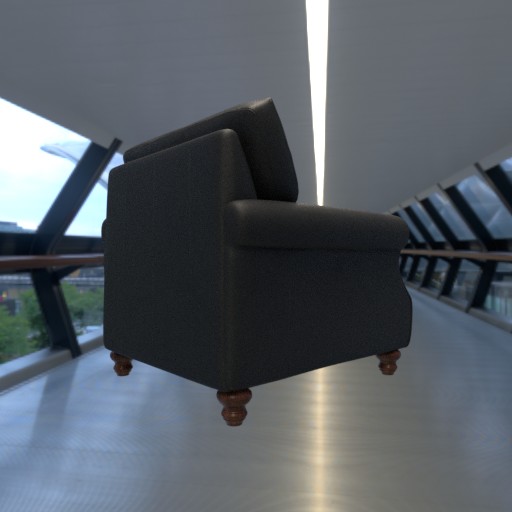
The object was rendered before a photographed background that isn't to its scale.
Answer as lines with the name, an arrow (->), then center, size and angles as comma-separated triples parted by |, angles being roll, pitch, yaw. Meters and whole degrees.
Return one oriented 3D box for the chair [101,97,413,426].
chair -> 0.000, 0.000, 1.802 | 1.027, 0.960, 1.015 | 0, 0, -37
